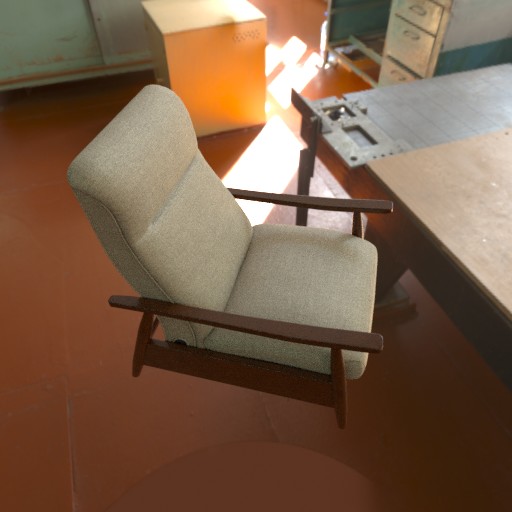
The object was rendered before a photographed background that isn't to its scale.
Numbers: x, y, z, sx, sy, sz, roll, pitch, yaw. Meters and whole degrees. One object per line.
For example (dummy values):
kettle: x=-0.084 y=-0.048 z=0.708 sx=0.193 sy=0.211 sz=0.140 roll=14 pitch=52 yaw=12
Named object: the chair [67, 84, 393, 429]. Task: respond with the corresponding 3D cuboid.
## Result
chair: x=0.000 y=0.000 z=1.781 sx=1.014 sy=1.082 sz=0.762 roll=11 pitch=47 yaw=10
